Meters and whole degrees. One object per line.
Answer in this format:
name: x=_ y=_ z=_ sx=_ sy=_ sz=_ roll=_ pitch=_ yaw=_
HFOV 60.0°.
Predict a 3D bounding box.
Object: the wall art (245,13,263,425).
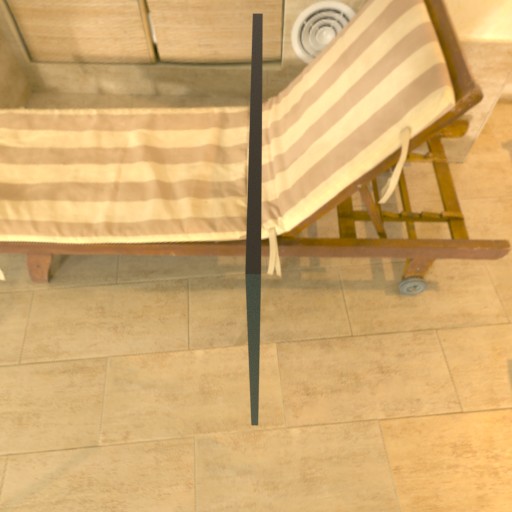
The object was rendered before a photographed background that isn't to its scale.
wall art: x=0.000 y=0.000 z=0.677 sx=0.013 sy=0.534 sz=0.381 roll=1 pitch=57 yaw=0
